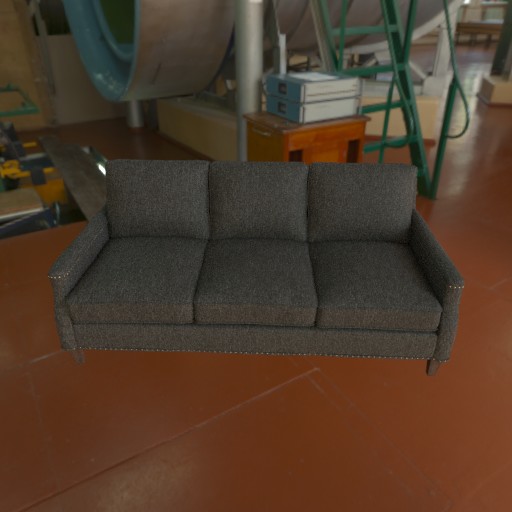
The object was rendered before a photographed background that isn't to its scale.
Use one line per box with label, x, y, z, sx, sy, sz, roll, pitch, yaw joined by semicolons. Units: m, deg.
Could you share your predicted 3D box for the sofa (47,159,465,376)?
sofa;0.000;0.000;2.815;2.246;1.003;1.084;1;31;2
